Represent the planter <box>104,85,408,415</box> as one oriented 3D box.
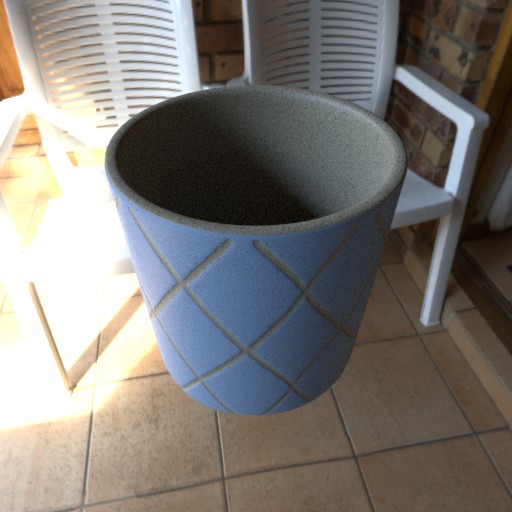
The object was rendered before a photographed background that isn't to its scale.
[{"bbox_3d":[0.000,0.000,0.352,0.191,0.200,0.191,0,42,0],"label":"planter"}]
